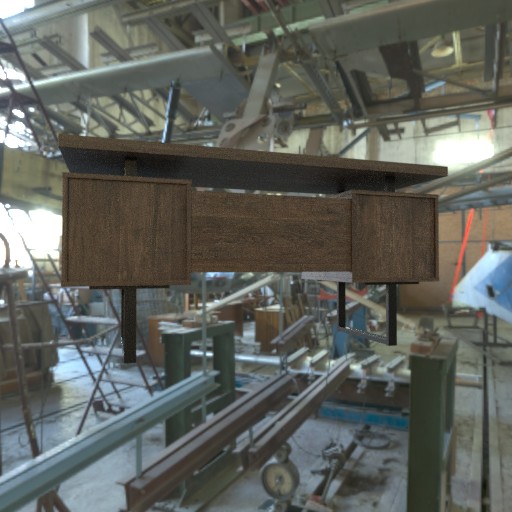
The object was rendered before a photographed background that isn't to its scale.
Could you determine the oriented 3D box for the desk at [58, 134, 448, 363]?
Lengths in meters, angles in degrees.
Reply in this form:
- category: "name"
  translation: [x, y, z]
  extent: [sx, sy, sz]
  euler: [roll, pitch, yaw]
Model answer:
- category: "desk"
  translation: [0.000, 0.000, 1.928]
  extent: [1.524, 0.760, 0.600]
  euler: [0, -1, -18]
